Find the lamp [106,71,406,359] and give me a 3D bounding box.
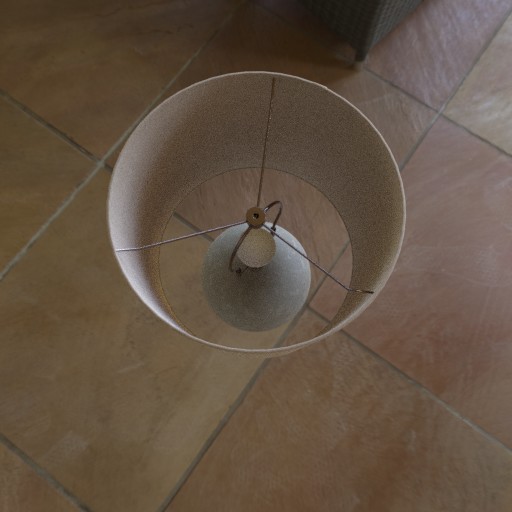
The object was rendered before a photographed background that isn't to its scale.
[{"bbox_3d":[0.000,0.000,0.595,0.269,0.409,0.269,38,79,9],"label":"lamp"}]
